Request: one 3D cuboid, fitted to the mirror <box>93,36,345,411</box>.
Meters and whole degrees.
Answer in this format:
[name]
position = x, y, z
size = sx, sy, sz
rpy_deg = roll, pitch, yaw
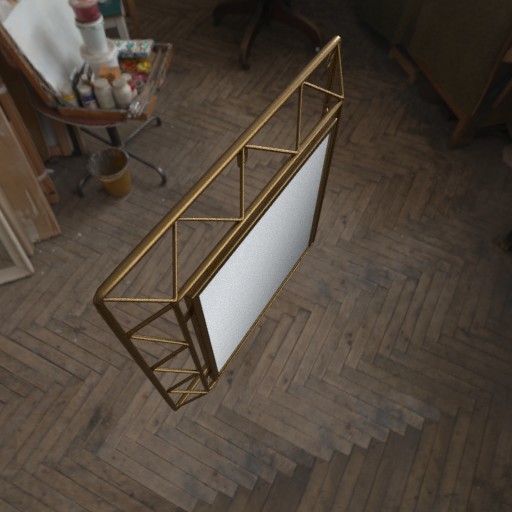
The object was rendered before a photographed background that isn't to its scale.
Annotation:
[mirror]
position = 0.000, 0.000, 0.606
size = 0.046, 0.414, 0.416
rpy_deg = 30, 64, 16
